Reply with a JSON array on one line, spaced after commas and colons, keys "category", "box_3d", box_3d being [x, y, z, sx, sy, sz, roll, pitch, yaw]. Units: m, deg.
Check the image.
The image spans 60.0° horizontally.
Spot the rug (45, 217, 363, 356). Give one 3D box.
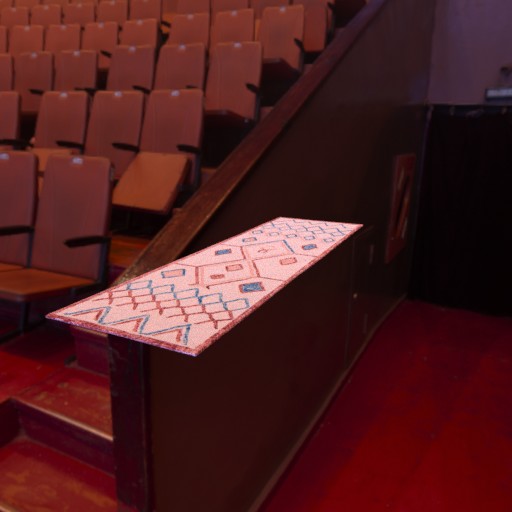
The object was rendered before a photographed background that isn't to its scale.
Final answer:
[{"category": "rug", "box_3d": [0.000, 0.000, 2.728, 0.750, 0.011, 2.435, 8, 18, 25]}]
